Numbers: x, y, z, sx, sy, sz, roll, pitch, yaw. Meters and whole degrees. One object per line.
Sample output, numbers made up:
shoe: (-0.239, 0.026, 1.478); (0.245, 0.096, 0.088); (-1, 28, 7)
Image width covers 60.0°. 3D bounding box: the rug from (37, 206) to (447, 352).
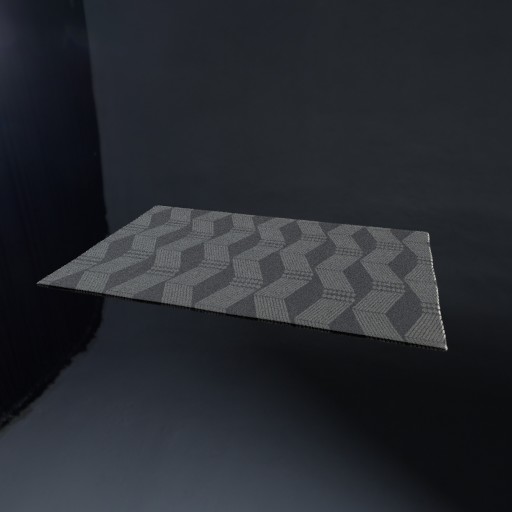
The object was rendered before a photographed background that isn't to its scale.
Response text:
rug: (0.000, 0.000, 2.402); (1.833, 0.016, 1.210); (7, 26, 15)
